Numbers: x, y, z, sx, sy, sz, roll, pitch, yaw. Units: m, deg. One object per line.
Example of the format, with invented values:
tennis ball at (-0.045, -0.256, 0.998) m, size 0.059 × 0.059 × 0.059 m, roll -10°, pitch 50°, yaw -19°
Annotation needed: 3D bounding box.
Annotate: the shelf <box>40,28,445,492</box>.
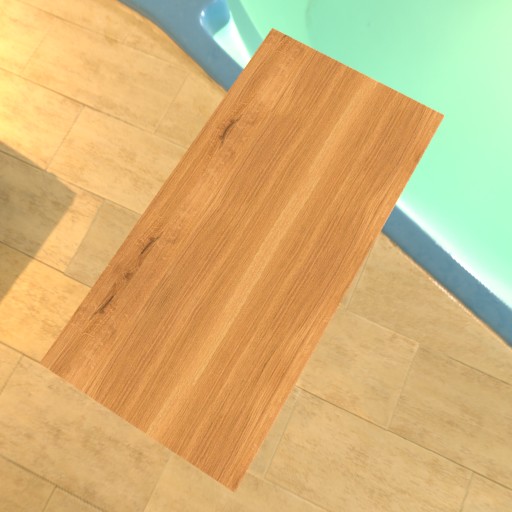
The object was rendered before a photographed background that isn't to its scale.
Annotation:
shelf at (0.000, 0.000, 1.020) m, size 0.400 × 0.400 × 0.800 m, roll 30°, pitch 78°, yaw 7°
